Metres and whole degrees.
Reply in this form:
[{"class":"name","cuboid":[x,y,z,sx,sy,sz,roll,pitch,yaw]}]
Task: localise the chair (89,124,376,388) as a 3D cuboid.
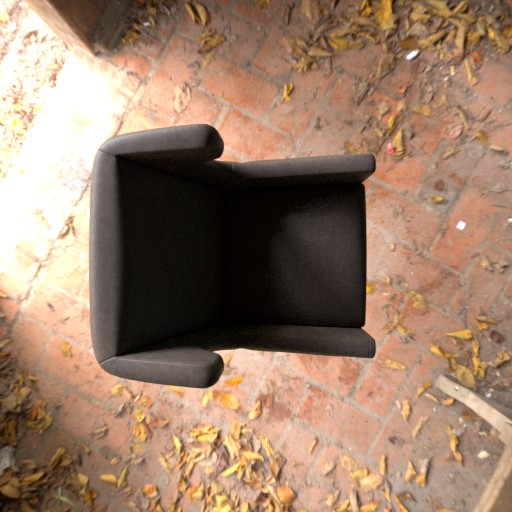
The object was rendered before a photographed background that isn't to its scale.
[{"class":"chair","cuboid":[0.000,0.000,1.669,0.899,1.079,0.769,0,90,1]}]
